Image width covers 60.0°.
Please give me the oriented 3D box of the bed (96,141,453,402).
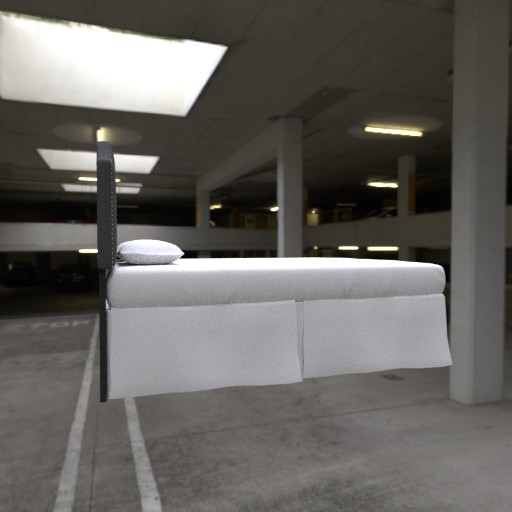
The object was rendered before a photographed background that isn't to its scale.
[{"bbox_3d":[0.000,0.000,2.984,1.999,1.270,1.558,0,1,-19],"label":"bed"}]
